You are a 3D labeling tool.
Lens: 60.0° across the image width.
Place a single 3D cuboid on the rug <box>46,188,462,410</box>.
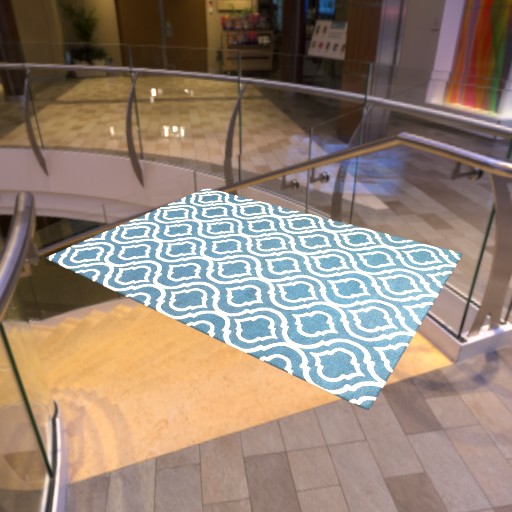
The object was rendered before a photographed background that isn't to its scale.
[{"bbox_3d":[0.000,0.000,4.398,3.353,0.010,2.438,18,34,30],"label":"rug"}]
